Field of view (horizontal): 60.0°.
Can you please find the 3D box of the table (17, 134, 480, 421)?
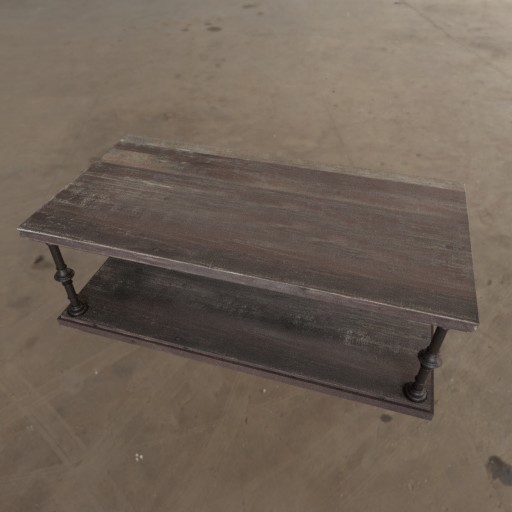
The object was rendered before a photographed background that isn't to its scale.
[{"bbox_3d":[0.000,0.000,1.316,1.088,0.373,0.554,11,42,13],"label":"table"}]
